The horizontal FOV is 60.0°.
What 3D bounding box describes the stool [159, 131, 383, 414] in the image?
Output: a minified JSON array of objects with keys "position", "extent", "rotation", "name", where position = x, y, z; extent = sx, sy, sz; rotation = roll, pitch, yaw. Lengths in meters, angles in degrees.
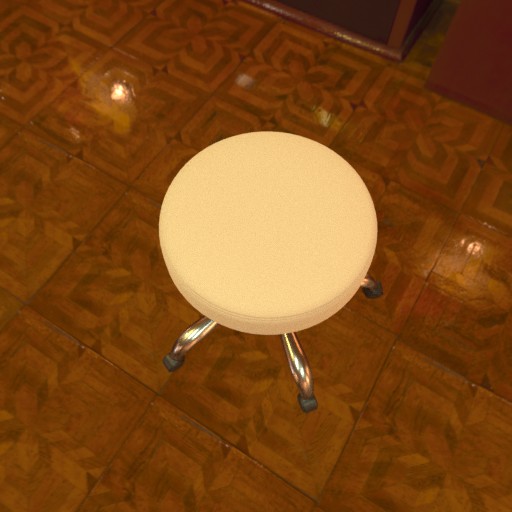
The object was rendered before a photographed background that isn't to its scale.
[{"position":[0.000,0.000,1.055],"extent":[0.614,0.482,0.634],"rotation":[31,68,14],"name":"stool"}]
